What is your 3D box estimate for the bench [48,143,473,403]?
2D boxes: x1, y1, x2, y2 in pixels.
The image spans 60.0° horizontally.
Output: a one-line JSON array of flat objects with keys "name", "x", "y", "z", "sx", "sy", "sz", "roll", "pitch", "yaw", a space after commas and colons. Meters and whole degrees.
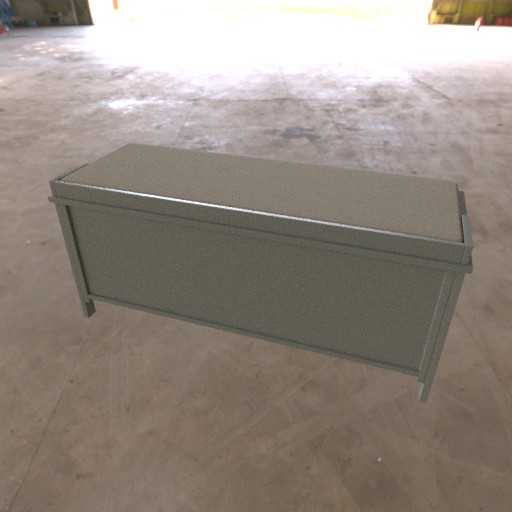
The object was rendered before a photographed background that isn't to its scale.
[{"name": "bench", "x": 0.000, "y": 0.000, "z": 1.391, "sx": 1.140, "sy": 0.501, "sz": 0.398, "roll": 10, "pitch": 33, "yaw": 16}]
